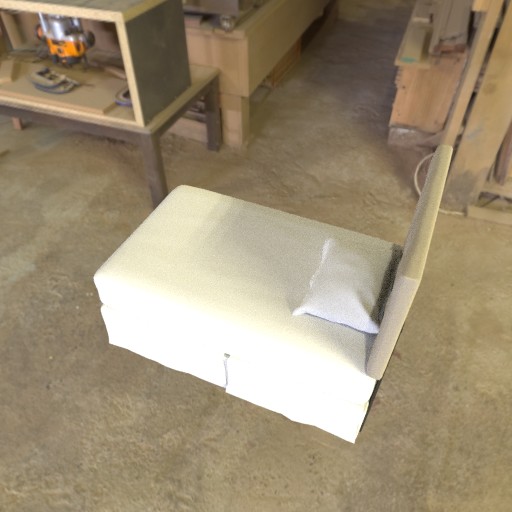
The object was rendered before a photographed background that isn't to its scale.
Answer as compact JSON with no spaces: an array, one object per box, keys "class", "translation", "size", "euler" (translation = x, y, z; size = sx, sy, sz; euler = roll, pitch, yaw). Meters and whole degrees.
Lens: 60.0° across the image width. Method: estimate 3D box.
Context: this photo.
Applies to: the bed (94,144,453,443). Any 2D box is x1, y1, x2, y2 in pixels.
[{"class":"bed","translation":[0.000,0.000,3.001],"size":[1.997,1.571,1.261],"euler":[18,48,17]}]
